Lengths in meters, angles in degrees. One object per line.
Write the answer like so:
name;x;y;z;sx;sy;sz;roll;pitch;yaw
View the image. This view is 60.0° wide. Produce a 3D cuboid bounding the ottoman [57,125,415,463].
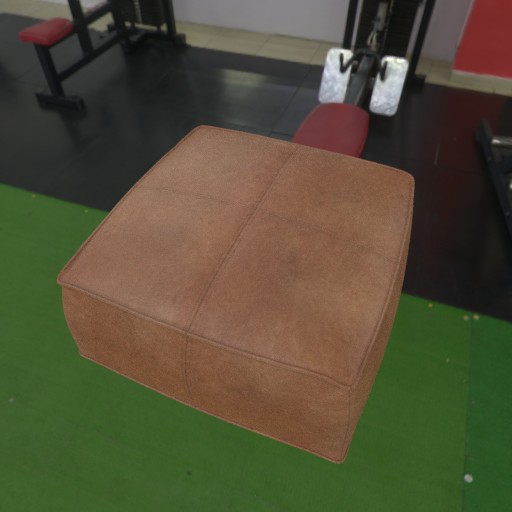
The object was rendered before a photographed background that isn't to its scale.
ottoman;0.000;0.000;1.394;0.901;0.395;0.902;17;50;15
